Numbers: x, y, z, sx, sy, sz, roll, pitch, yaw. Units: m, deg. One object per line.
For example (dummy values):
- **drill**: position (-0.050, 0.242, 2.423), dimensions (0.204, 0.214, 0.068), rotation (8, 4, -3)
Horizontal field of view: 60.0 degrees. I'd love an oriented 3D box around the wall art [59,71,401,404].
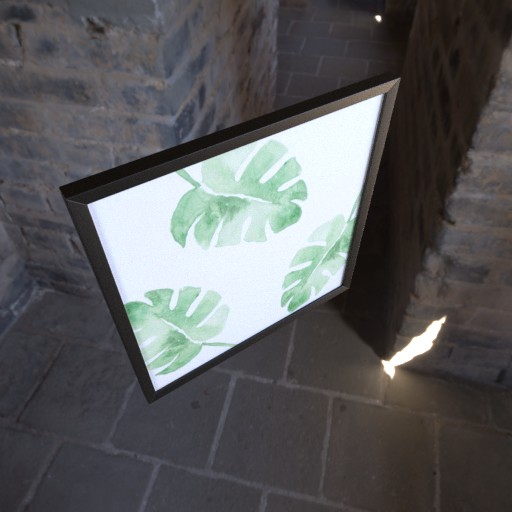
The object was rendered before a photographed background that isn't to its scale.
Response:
- **wall art**: position (0.000, 0.000, 1.150), dimensions (0.765, 0.765, 0.038), rotation (-26, 52, -22)
